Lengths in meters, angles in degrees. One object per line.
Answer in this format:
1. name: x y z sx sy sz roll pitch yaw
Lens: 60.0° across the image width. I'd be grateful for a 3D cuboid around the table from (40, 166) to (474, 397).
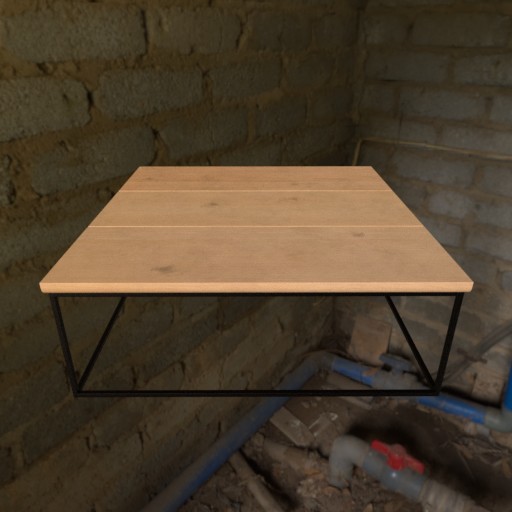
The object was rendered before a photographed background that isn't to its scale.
1. table: 0.000 0.000 1.703 1.100 0.400 1.100 0 27 0
